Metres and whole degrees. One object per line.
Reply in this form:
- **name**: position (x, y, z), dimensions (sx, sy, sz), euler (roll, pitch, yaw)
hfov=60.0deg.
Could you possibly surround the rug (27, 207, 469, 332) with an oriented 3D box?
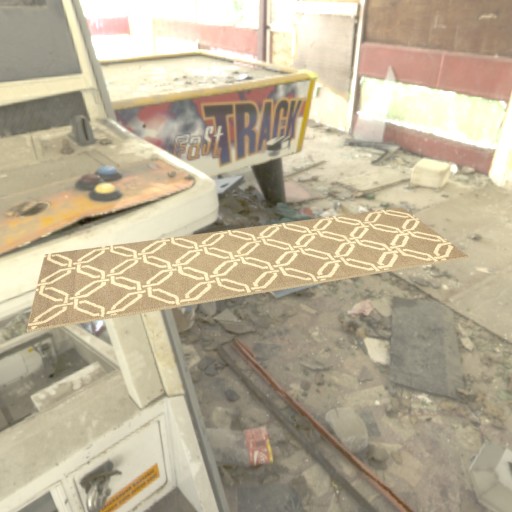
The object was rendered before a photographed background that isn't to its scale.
- **rug**: position (0.000, 0.000, 2.477), dimensions (2.276, 0.014, 0.678), euler (-8, 32, -14)
